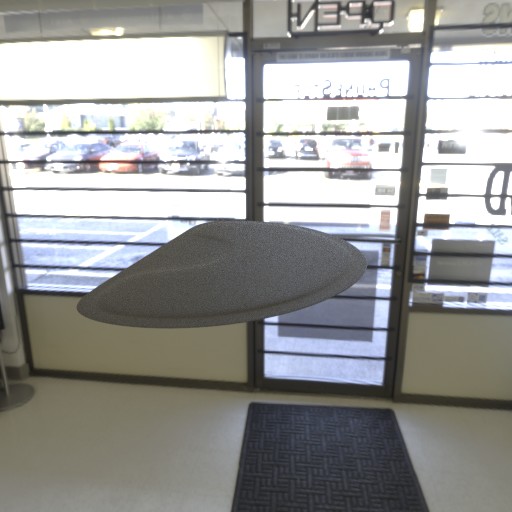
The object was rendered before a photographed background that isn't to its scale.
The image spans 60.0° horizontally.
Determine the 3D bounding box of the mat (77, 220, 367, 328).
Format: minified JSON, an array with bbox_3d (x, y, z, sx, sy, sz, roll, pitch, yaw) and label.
[{"bbox_3d":[0.000,0.000,1.872,0.913,0.013,1.524,3,16,10],"label":"mat"}]
